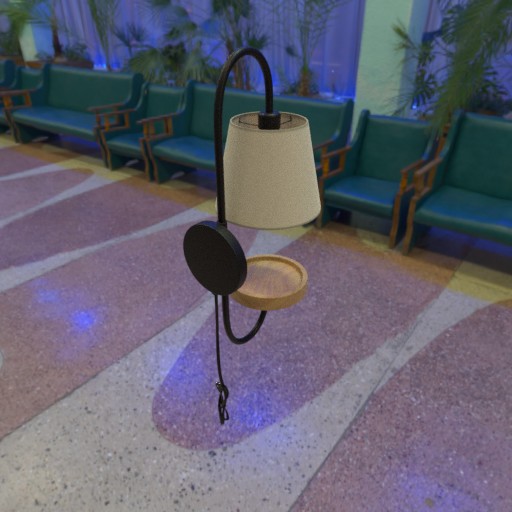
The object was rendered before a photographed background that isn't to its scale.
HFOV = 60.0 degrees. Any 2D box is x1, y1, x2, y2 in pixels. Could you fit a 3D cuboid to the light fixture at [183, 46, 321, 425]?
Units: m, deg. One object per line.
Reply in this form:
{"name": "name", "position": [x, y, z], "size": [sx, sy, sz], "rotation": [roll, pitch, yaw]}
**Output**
{"name": "light fixture", "position": [0.000, 0.000, 0.950], "size": [0.220, 0.821, 0.299], "rotation": [22, 37, 32]}
